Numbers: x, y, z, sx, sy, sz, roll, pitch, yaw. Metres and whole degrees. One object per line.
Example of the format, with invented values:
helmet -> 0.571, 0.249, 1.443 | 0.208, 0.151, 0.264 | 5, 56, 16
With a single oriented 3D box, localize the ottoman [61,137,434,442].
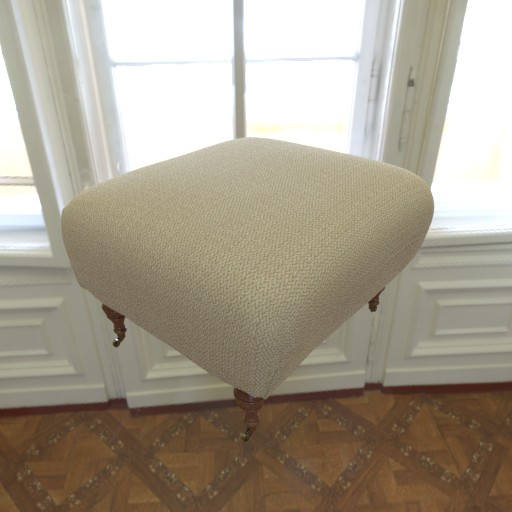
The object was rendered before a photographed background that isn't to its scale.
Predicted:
ottoman -> 0.000, 0.000, 1.077 | 0.622, 0.447, 0.684 | 22, 37, 34
